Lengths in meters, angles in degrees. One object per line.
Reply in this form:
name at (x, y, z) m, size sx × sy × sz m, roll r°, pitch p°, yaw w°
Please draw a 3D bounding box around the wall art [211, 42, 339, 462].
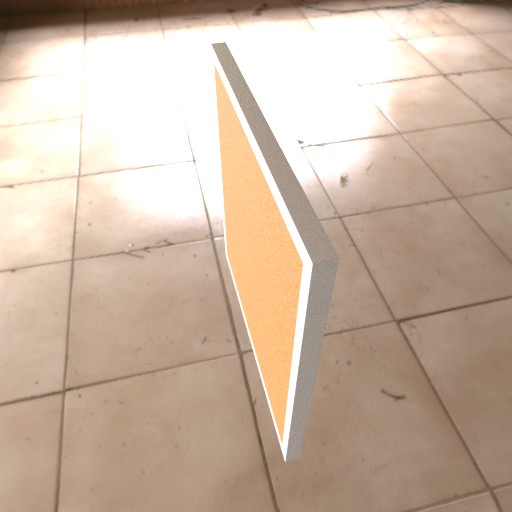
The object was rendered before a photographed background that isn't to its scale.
wall art at (0.000, 0.000, 1.125) m, size 0.038 × 0.762 × 0.762 m, roll -10°, pitch 48°, yaw -10°
